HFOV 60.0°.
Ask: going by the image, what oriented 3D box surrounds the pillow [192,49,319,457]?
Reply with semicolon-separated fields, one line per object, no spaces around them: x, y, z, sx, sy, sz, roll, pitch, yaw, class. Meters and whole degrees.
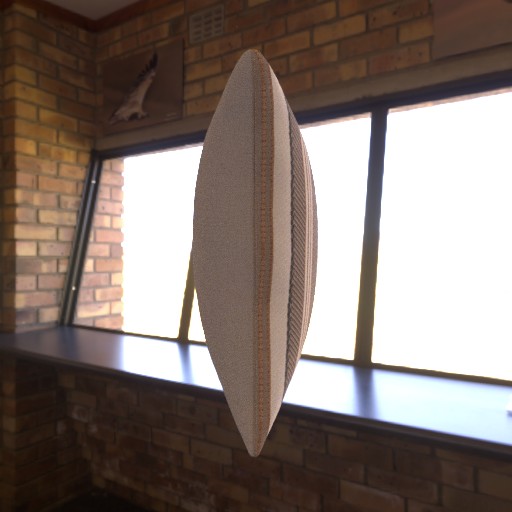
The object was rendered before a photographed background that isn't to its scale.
0.000;0.000;0.633;0.173;0.401;0.416;0;-1;1;pillow
